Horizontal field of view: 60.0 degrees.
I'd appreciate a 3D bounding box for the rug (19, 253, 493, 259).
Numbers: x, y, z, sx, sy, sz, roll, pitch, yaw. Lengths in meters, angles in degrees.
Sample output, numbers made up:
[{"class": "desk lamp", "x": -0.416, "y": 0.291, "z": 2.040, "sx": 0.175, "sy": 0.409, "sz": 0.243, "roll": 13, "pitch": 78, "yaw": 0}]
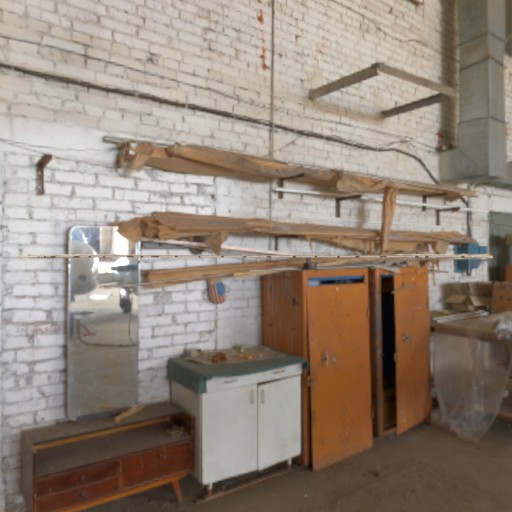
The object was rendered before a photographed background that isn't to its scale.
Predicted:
[{"class": "rug", "x": 0.000, "y": 0.000, "z": 2.476, "sx": 2.023, "sy": 0.028, "sz": 1.224, "roll": 0, "pitch": 0, "yaw": 0}]
